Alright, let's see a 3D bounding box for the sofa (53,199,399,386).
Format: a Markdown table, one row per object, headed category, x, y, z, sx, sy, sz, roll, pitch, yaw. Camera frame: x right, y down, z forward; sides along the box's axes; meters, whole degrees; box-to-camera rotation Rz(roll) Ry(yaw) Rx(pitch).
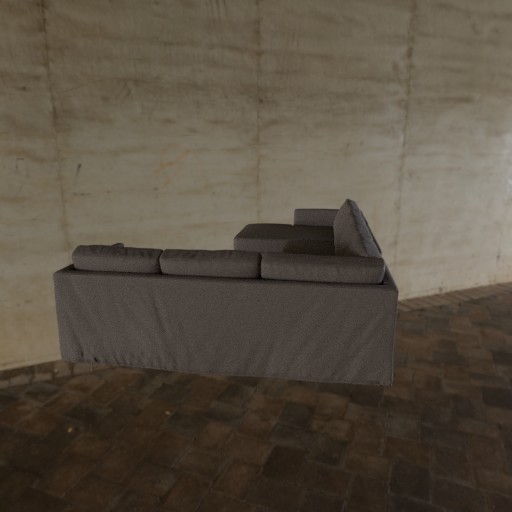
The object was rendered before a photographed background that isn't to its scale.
| category | x | y | z | sx | sy | sz | roll | pitch | yaw |
| --- | --- | --- | --- | --- | --- | --- | --- | --- | --- |
| sofa | 0.000 | 0.000 | 4.710 | 2.476 | 0.878 | 3.528 | 2 | 15 | 9 |
